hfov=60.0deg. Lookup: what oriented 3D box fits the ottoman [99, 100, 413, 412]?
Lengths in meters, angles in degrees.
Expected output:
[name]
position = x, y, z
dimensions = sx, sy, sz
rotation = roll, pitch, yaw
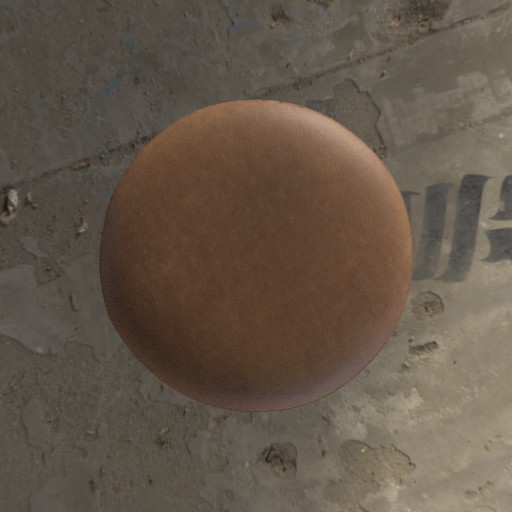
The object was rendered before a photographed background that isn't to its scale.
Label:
[ottoman]
position = 0.000, 0.000, 1.243
dimensions = 0.771, 0.460, 0.771
rotation = 0, 92, 0
